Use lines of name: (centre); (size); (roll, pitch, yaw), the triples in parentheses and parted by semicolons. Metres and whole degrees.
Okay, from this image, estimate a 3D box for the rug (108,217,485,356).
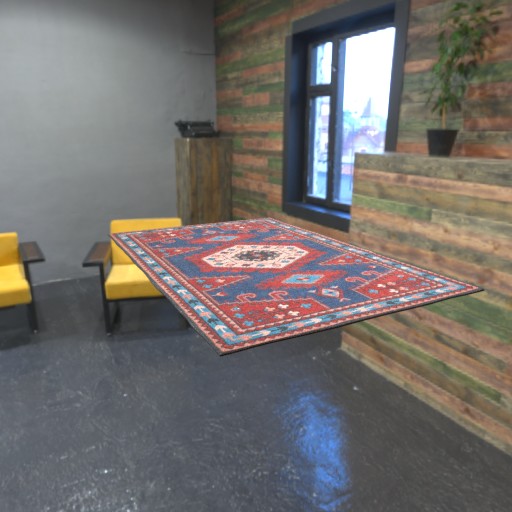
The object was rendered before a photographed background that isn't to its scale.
rug: (0.000, 0.000, 2.350); (1.207, 0.012, 1.820); (-8, 18, -27)
